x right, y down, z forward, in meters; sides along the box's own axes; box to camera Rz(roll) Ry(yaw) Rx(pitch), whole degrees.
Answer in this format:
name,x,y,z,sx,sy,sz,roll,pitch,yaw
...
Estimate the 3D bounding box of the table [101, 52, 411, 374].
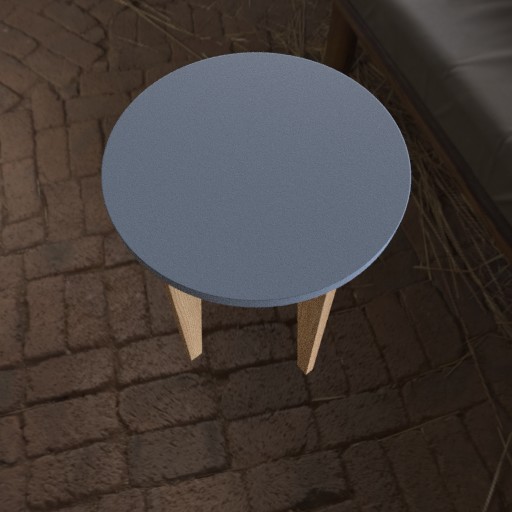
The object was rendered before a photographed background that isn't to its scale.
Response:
name,x,y,z,sx,sy,sz,roll,pitch,yaw
table,0.000,0.000,0.729,0.350,0.500,0.350,0,63,0
